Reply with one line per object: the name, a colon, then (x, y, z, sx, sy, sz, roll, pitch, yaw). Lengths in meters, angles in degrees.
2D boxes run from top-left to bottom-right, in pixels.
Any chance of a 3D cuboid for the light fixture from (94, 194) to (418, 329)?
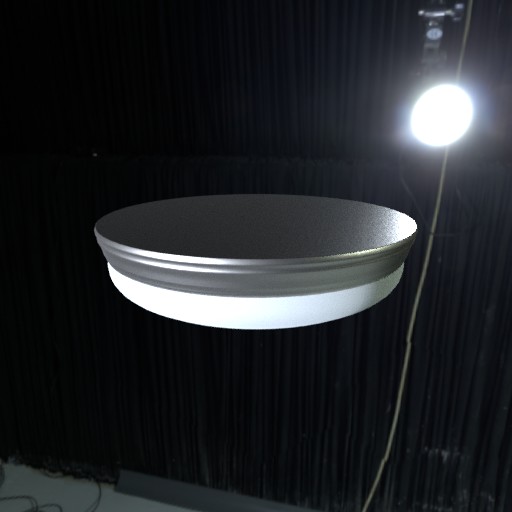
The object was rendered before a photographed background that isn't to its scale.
light fixture: (0.000, 0.000, 0.547, 0.368, 0.100, 0.368, 0, 16, 0)
